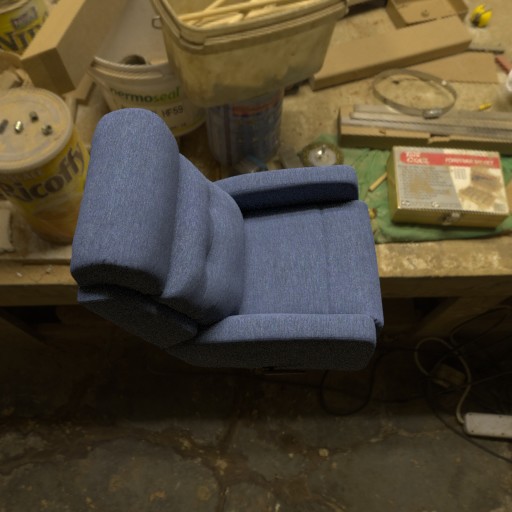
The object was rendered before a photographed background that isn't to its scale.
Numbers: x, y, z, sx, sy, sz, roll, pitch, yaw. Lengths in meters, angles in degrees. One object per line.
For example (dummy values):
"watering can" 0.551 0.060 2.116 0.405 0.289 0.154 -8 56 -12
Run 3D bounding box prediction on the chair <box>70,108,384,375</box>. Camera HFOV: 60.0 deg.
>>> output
"chair" 0.000 0.000 1.704 1.043 1.013 0.798 0 65 0
